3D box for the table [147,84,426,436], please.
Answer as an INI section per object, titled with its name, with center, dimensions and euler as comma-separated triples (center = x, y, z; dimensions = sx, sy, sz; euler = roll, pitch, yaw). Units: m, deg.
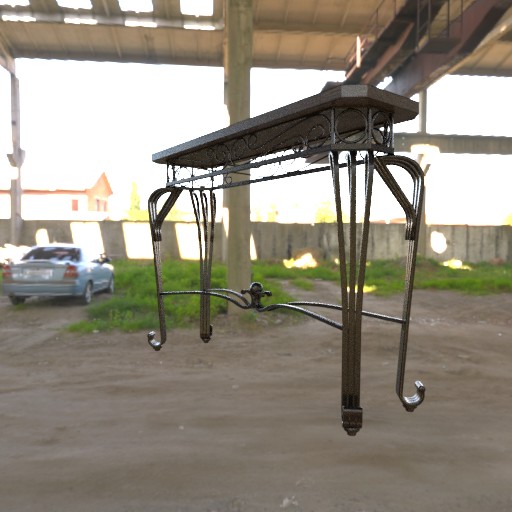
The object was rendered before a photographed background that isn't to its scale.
[table]
center = 0.000, 0.000, 1.490
dimensions = 0.329, 0.800, 1.112
euler = -1, 2, -38
